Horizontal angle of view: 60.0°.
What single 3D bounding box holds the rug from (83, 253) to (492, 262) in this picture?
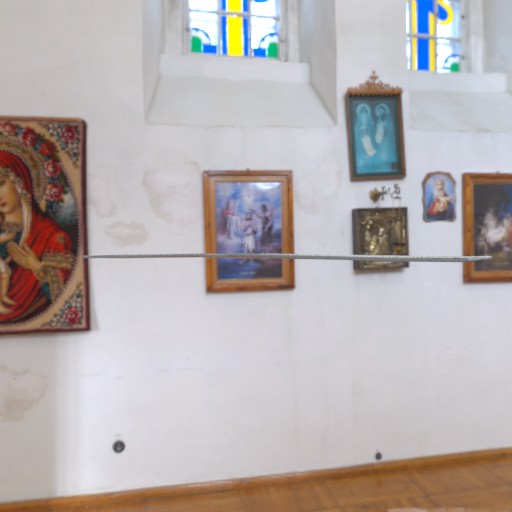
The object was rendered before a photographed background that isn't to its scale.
[{"bbox_3d":[0.000,0.000,2.547,2.341,0.037,0.675,0,1,35],"label":"rug"}]
